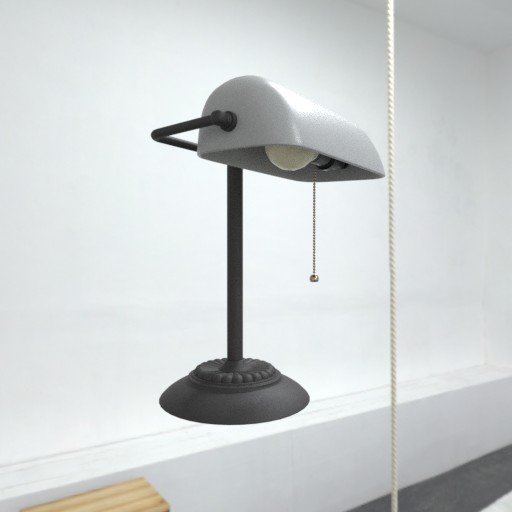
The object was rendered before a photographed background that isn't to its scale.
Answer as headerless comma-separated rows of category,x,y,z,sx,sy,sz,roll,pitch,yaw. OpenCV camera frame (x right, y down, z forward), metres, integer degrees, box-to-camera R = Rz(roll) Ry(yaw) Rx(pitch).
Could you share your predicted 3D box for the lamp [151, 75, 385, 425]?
lamp,0.000,0.000,0.513,0.243,0.339,0.264,0,1,38
